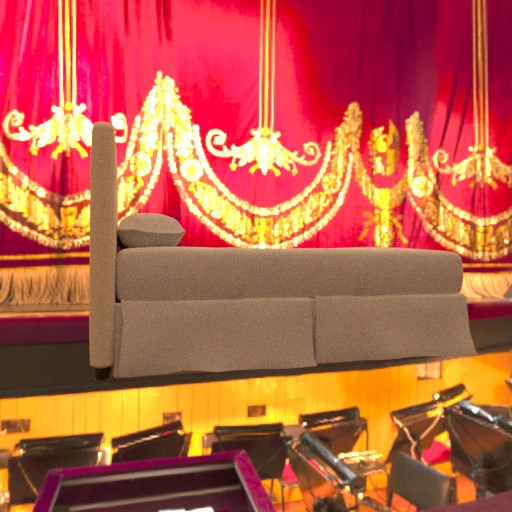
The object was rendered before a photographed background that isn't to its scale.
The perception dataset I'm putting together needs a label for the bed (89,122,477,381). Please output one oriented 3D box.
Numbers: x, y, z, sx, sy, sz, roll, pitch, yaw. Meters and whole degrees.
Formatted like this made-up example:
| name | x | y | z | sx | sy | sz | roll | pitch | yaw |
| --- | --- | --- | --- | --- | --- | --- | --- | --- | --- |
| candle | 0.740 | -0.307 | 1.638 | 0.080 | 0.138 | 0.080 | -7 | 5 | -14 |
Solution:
| name | x | y | z | sx | sy | sz | roll | pitch | yaw |
| --- | --- | --- | --- | --- | --- | --- | --- | --- | --- |
| bed | 0.000 | 0.000 | 3.465 | 2.341 | 1.317 | 2.119 | 0 | -1 | -17 |
